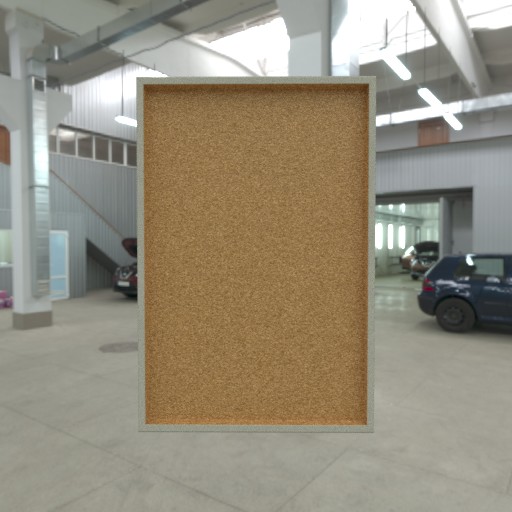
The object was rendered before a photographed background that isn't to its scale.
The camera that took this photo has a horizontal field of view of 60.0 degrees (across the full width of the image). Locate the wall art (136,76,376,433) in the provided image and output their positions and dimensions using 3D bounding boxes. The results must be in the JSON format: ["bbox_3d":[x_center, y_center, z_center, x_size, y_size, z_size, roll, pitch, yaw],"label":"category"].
[{"bbox_3d":[0.000,0.000,1.157,0.610,0.914,0.038,0,1,1],"label":"wall art"}]
